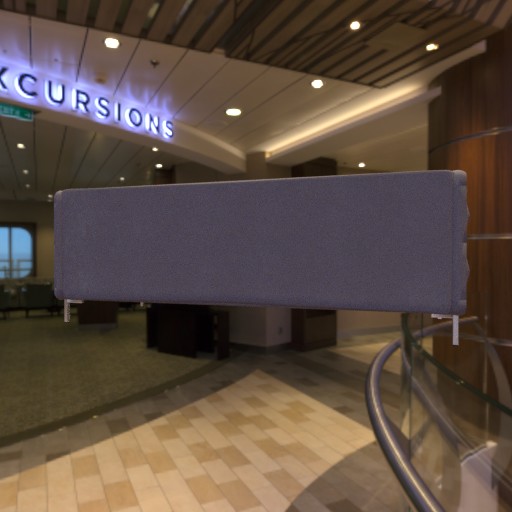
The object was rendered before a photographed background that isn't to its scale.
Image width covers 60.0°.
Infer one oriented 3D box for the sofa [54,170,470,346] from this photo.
[{"bbox_3d":[0.000,0.000,2.626,2.209,0.771,0.895,0,0,18],"label":"sofa"}]
